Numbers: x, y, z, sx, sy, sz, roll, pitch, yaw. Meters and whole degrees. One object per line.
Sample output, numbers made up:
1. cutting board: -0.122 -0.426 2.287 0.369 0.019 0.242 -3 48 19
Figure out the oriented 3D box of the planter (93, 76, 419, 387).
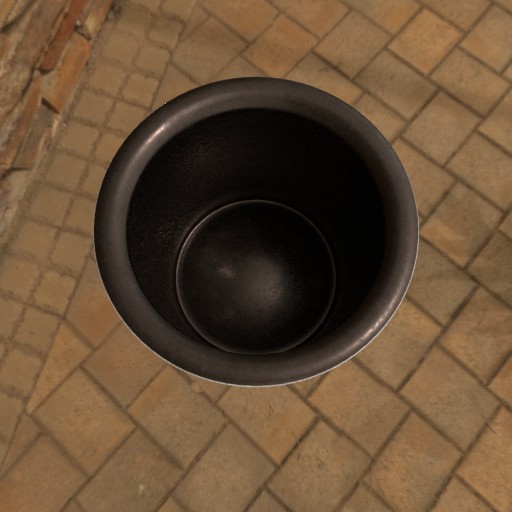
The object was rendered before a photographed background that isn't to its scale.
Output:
1. planter: 0.000 0.000 0.287 0.160 0.156 0.160 0 76 0
